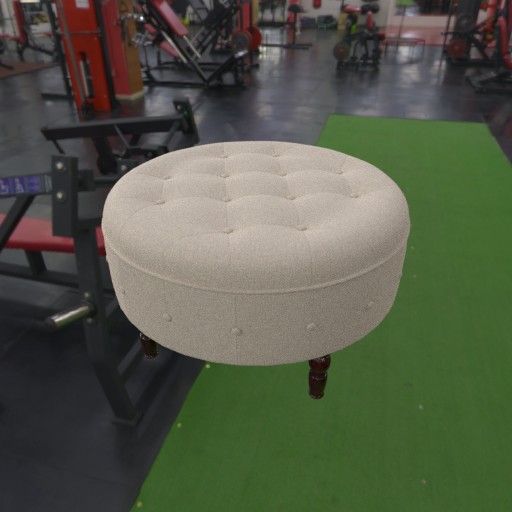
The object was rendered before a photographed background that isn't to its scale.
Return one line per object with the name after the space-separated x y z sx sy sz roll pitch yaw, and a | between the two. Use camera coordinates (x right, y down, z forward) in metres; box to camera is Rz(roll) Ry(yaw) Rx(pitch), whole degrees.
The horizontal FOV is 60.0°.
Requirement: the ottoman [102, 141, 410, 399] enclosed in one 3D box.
0.000 0.000 1.357 0.848 0.494 0.848 0 32 0 | ottoman
